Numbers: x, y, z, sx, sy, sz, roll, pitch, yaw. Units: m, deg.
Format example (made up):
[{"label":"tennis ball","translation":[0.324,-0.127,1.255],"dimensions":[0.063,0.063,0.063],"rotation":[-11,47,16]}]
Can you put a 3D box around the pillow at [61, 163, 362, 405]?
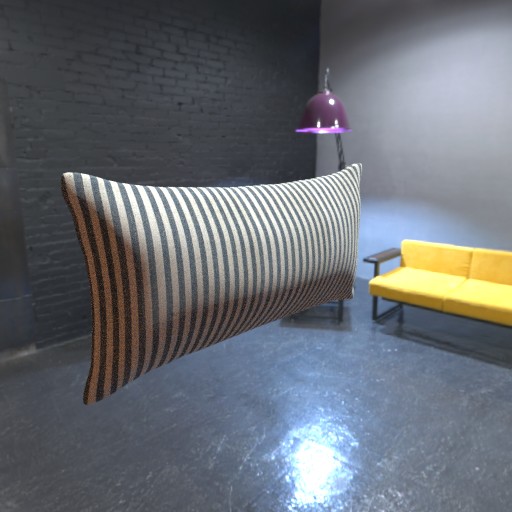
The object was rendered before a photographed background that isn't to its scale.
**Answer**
[{"label":"pillow","translation":[0.000,0.000,0.742],"dimensions":[0.617,0.295,0.151],"rotation":[-13,18,-43]}]
